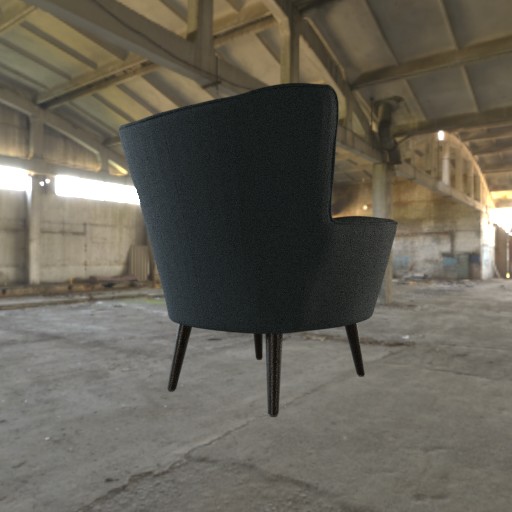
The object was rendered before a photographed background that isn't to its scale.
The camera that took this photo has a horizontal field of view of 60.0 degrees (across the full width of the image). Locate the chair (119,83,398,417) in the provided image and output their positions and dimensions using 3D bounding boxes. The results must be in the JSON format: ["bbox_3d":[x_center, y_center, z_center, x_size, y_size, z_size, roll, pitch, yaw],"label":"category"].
[{"bbox_3d":[0.000,0.000,1.579,0.781,0.933,0.888,0,-1,36],"label":"chair"}]
